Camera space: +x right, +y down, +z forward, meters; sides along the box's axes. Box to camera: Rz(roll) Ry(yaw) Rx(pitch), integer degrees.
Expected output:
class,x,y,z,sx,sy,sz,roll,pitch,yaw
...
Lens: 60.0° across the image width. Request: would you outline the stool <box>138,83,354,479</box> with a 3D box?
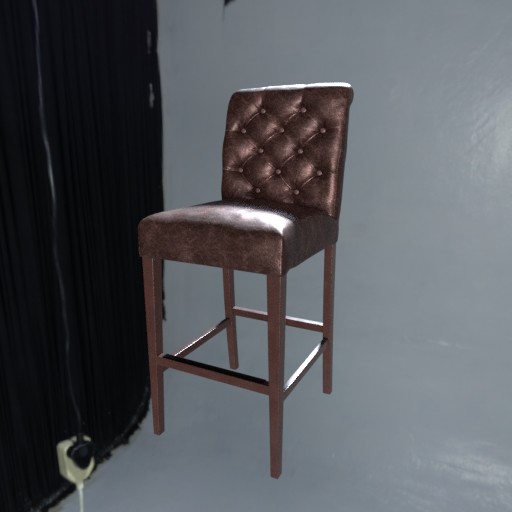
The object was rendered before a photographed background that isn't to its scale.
class,x,y,z,sx,sy,sz,roll,pitch,yaw
stool,0.000,0.000,1.536,0.483,1.168,0.659,7,16,26
